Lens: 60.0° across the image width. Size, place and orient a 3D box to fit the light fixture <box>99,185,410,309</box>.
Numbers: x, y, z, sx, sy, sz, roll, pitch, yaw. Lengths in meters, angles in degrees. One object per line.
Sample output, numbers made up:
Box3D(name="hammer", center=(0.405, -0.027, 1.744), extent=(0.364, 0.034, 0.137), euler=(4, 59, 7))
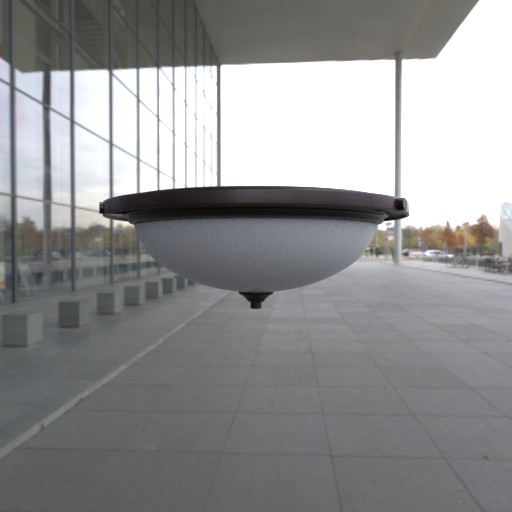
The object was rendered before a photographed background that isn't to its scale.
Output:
Box3D(name="light fixture", center=(0.000, 0.000, 0.552), extent=(0.361, 0.130, 0.361), euler=(0, 1, 0))
